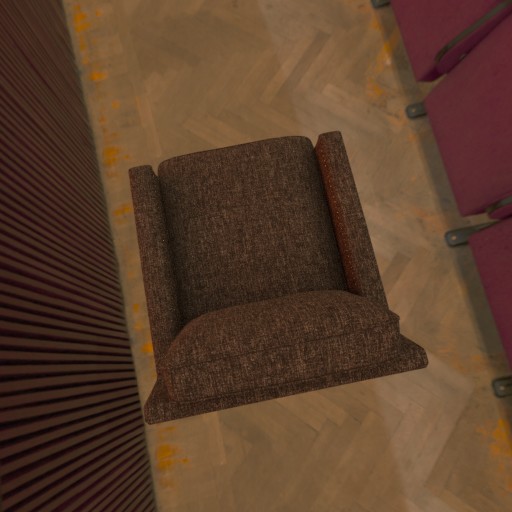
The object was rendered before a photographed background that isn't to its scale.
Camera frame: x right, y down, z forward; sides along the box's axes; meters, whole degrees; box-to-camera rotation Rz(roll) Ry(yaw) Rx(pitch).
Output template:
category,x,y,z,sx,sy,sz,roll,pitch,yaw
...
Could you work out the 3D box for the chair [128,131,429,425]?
category,x,y,z,sx,sy,sz,roll,pitch,yaw
chair,0.000,0.000,1.719,0.853,0.943,1.014,-11,77,-3
